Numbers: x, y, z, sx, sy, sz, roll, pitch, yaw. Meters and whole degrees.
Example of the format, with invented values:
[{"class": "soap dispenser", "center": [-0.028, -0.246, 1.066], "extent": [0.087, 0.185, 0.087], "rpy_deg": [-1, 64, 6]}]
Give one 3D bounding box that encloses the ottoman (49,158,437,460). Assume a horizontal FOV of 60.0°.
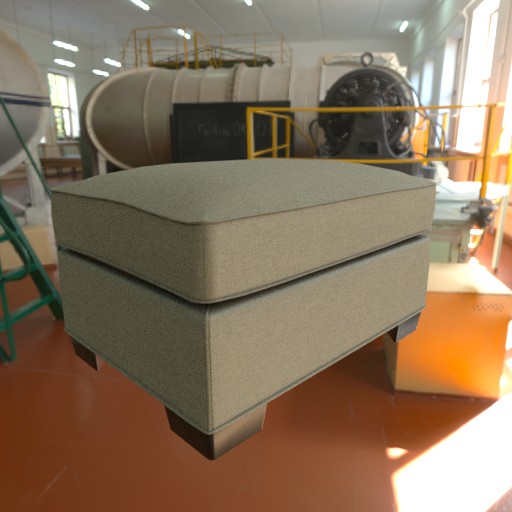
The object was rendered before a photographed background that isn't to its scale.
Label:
[{"class": "ottoman", "center": [0.000, 0.000, 1.201], "extent": [0.843, 0.504, 0.619], "rpy_deg": [-15, 21, -43]}]
